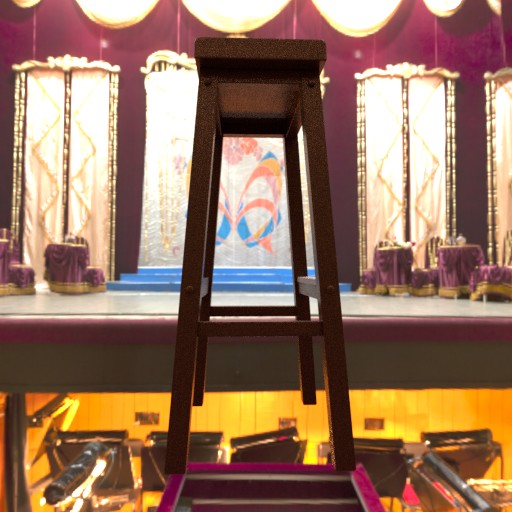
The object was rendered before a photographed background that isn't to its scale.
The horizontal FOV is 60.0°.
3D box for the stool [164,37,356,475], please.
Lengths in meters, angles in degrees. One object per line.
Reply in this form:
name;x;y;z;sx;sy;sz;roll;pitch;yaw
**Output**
stool;0.000;0.000;0.957;0.322;0.742;0.406;0;-2;-2
